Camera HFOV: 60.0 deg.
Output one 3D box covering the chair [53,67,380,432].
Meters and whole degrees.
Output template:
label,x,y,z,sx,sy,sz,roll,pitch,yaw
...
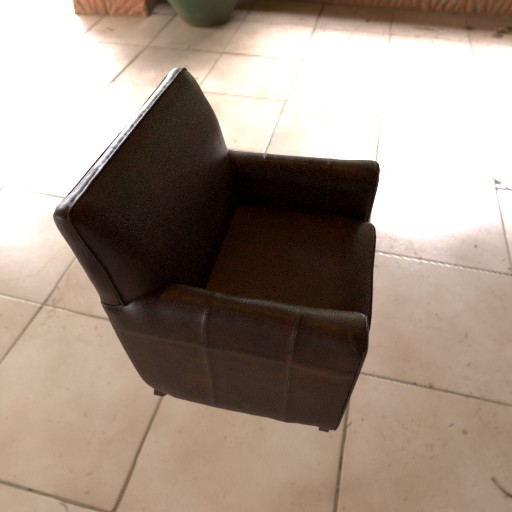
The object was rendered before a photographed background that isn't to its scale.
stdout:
label,x,y,z,sx,sy,sz,roll,pitch,yaw
chair,0.000,0.000,1.567,0.823,0.943,0.870,10,47,9
